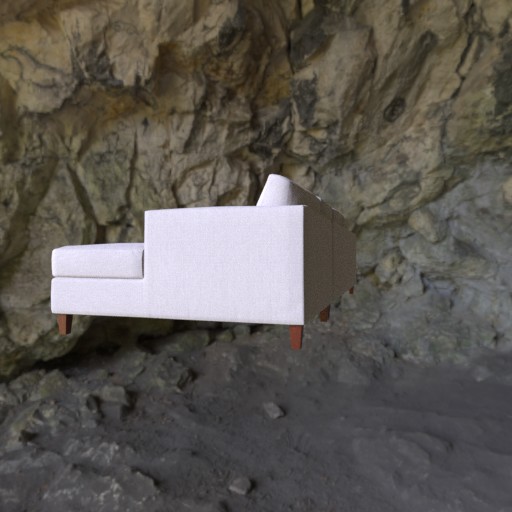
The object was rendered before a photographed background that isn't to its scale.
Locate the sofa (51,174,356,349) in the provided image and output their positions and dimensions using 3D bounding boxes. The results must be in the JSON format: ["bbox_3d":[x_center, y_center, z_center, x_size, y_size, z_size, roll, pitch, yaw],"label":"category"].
[{"bbox_3d":[0.000,0.000,4.124,1.599,0.954,3.471,0,0,17],"label":"sofa"}]
